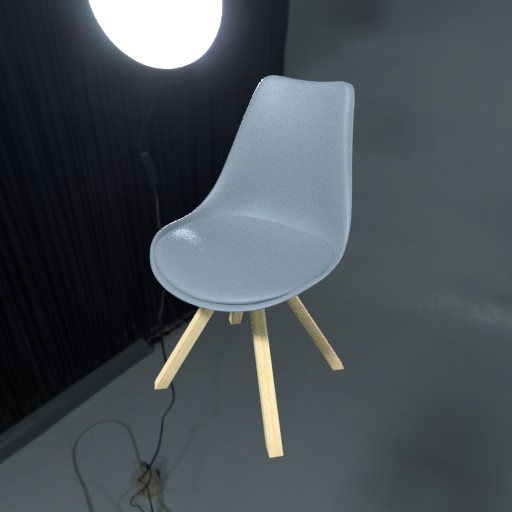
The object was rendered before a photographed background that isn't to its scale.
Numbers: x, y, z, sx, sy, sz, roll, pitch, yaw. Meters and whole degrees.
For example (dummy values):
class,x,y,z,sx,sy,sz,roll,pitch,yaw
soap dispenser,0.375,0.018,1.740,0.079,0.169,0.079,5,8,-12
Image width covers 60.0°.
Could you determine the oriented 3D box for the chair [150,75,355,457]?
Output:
class,x,y,z,sx,sy,sz,roll,pitch,yaw
chair,0.000,0.000,1.208,0.485,0.850,0.549,19,34,29
